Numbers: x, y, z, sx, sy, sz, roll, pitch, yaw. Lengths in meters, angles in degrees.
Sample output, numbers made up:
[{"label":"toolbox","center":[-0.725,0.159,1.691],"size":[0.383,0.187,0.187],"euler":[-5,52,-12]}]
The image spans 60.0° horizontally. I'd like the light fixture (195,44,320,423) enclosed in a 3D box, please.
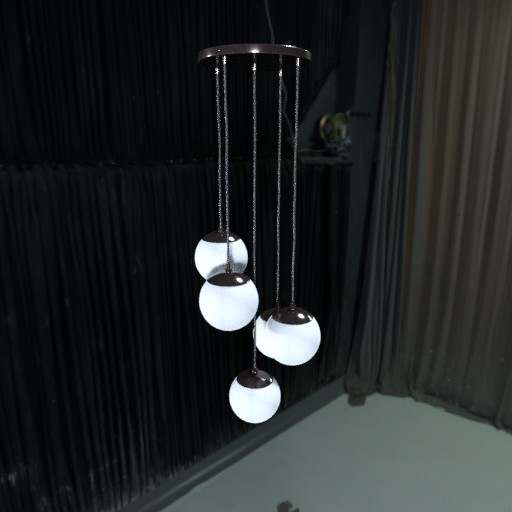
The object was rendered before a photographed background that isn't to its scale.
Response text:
[{"label":"light fixture","center":[0.000,0.000,1.520],"size":[0.489,1.271,0.484],"euler":[14,20,43]}]
